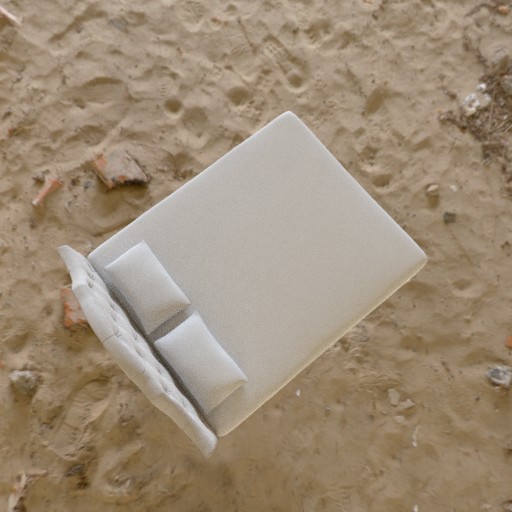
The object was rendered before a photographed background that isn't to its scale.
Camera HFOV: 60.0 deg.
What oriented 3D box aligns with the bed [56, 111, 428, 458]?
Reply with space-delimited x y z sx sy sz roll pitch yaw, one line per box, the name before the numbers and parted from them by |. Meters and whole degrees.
bed | 0.000 0.000 3.743 2.477 1.617 2.039 -38 78 -9
